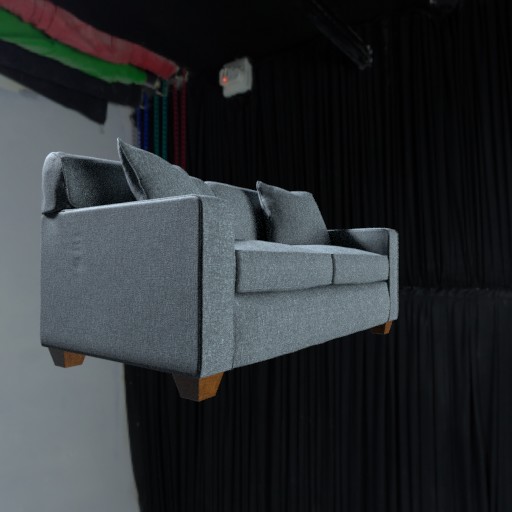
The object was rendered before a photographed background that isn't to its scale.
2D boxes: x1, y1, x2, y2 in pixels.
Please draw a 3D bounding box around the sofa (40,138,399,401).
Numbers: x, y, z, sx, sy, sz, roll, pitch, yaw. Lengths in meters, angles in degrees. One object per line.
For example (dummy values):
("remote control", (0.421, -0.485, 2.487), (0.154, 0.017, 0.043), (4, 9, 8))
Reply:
("sofa", (0.000, 0.000, 2.363), (0.998, 0.958, 1.846), (-1, -1, 36))
